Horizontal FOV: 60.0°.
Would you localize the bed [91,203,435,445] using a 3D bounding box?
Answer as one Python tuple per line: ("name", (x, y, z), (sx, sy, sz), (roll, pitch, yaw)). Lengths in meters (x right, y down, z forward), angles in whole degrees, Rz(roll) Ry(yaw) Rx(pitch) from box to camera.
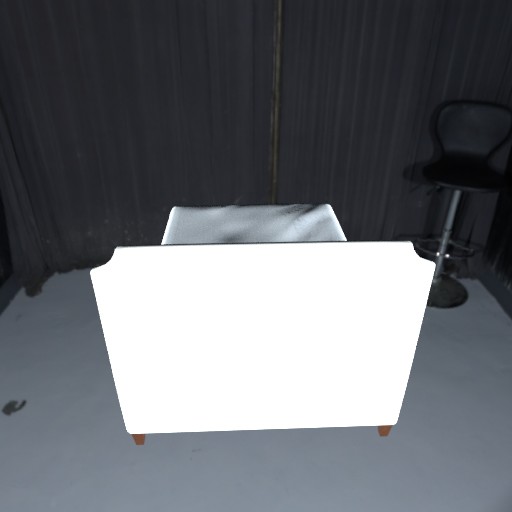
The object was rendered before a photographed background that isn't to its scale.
("bed", (0.000, 0.000, 3.464), (1.712, 1.443, 2.365), (-1, 30, -2))
